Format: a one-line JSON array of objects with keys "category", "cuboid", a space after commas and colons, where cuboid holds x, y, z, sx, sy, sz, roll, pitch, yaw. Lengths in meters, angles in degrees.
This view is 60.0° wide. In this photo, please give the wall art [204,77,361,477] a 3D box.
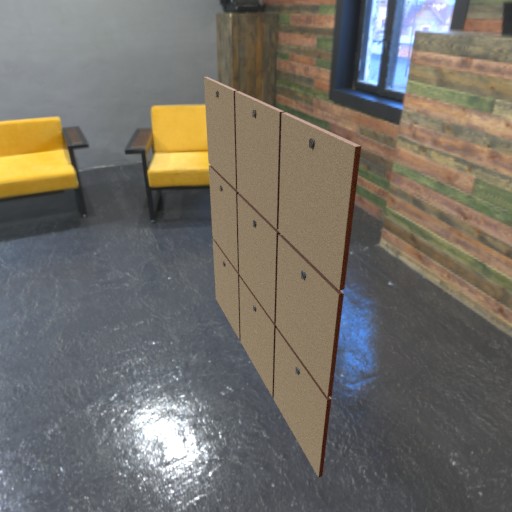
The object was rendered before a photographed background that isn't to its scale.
[{"category": "wall art", "cuboid": [0.000, 0.000, 1.343, 0.018, 0.904, 0.906, -11, 31, -19]}]
